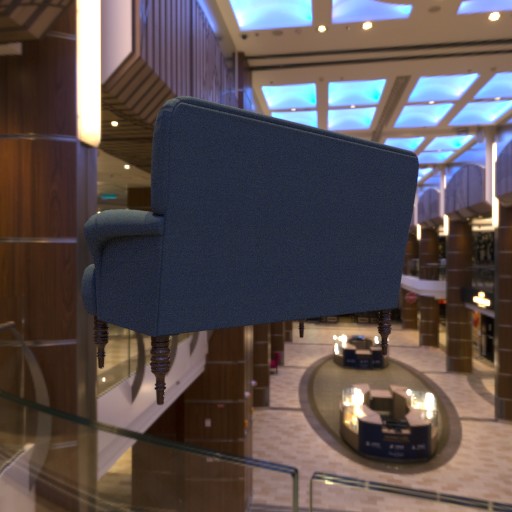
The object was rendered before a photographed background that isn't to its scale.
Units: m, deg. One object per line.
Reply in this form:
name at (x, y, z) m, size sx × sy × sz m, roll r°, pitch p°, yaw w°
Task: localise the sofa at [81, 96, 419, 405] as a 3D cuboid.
sofa at (0.000, 0.000, 1.839) m, size 1.297 × 0.889 × 0.779 m, roll 0°, pitch 0°, yaw -37°
